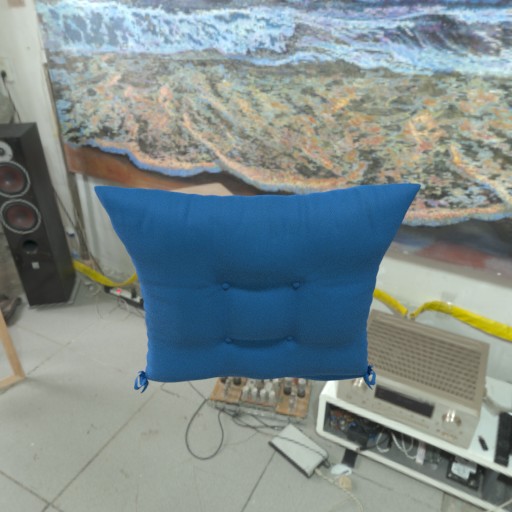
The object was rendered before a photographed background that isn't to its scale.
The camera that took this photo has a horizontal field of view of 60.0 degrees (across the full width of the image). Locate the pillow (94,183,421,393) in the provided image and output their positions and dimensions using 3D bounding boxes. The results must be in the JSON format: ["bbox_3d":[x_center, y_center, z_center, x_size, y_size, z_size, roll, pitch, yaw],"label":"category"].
[{"bbox_3d":[0.000,0.000,1.022,0.541,0.536,0.585,-1,30,-1],"label":"pillow"}]
